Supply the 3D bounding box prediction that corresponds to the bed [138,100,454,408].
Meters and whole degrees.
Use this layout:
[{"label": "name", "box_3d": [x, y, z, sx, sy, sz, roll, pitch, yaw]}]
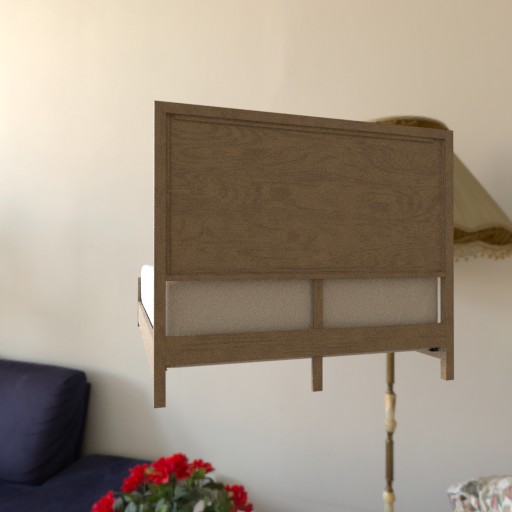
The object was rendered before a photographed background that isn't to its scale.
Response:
[{"label": "bed", "box_3d": [0.000, 0.000, 3.249, 1.606, 1.369, 2.189, 0, 0, -17]}]
